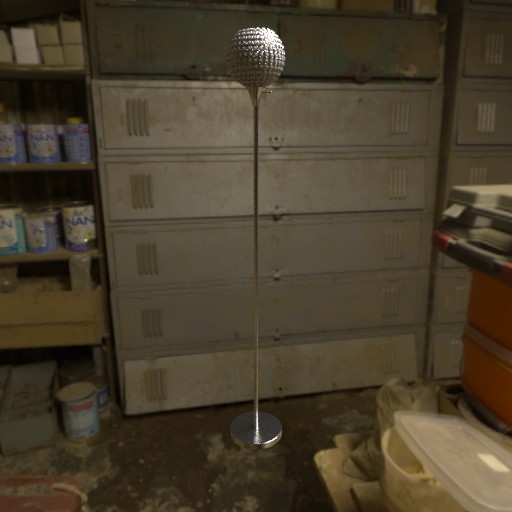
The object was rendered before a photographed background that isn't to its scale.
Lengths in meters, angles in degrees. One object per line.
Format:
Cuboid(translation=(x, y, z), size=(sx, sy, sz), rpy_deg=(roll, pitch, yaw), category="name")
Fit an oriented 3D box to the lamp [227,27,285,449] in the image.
Cuboid(translation=(0.000, 0.000, 1.956), size=(0.254, 1.805, 0.254), rpy_deg=(0, 15, 0), category="lamp")
